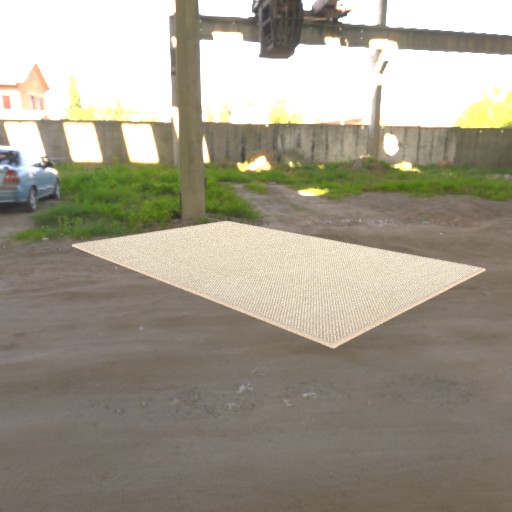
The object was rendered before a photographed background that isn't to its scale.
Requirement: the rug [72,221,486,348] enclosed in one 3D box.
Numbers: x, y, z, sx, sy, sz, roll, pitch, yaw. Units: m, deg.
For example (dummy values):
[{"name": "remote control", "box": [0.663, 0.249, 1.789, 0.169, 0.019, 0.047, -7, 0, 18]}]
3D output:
[{"name": "rug", "box": [0.000, 0.000, 2.083, 1.067, 0.013, 1.676, -13, 19, -42]}]
